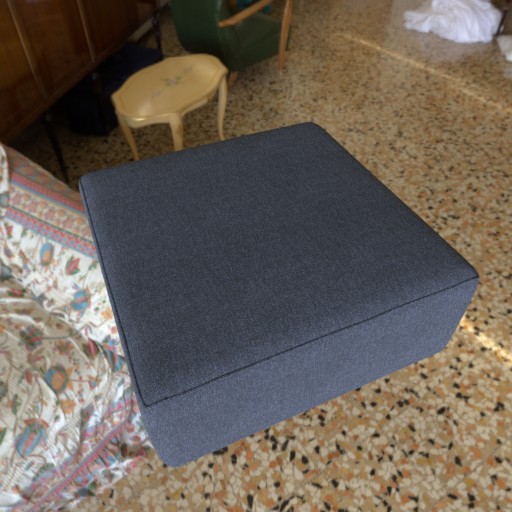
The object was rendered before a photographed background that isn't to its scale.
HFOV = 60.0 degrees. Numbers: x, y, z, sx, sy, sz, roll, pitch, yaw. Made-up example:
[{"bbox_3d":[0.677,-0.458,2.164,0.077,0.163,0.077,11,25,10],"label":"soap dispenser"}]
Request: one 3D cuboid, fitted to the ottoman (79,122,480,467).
[{"bbox_3d":[0.000,0.000,1.537,1.000,0.439,1.000,-18,48,-17],"label":"ottoman"}]
